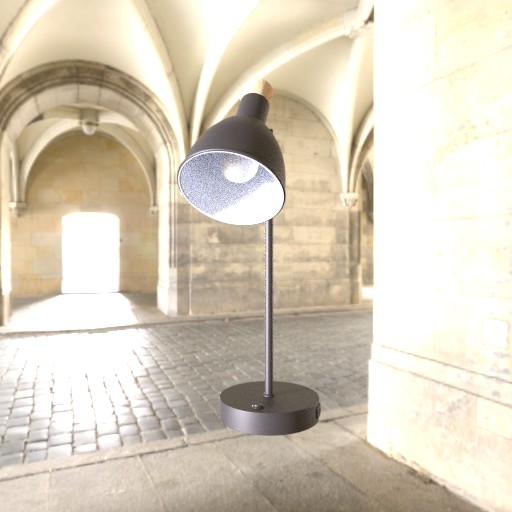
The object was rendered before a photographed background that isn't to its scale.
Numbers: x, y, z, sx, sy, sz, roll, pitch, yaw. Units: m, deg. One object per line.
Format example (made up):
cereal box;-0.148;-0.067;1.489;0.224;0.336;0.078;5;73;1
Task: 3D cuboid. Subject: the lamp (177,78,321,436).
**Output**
lamp;0.000;0.000;0.605;0.152;0.483;0.287;0;0;18
